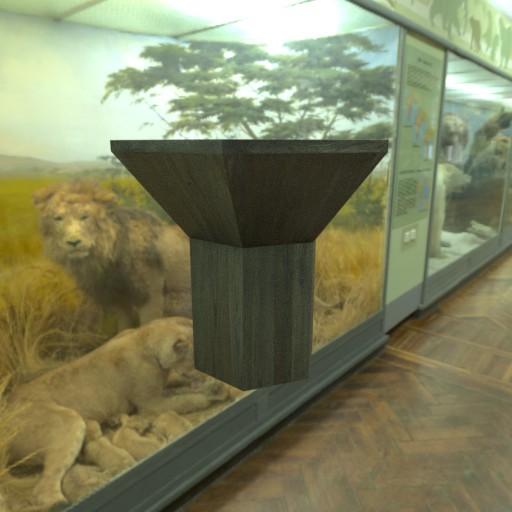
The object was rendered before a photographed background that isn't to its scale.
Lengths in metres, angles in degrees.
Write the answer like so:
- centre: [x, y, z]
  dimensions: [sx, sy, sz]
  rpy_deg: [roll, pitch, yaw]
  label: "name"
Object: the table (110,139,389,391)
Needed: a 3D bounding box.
- centre: [0.000, 0.000, 1.160]
  dimensions: [0.592, 0.586, 0.683]
  rpy_deg: [2, 15, 10]
  label: "table"
